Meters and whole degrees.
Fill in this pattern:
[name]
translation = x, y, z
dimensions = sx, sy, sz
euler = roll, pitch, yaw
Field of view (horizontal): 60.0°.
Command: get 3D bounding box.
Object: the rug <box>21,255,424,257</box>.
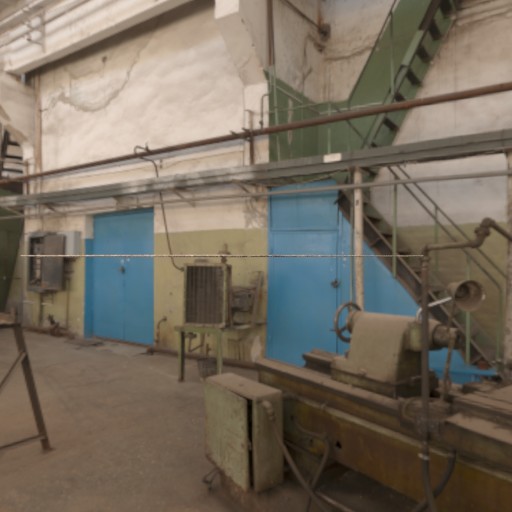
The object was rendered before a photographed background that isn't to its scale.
[rug]
translation = 0.000, 0.000, 3.035
dimensions = 1.546, 0.010, 2.442
euler = 0, 0, 37
